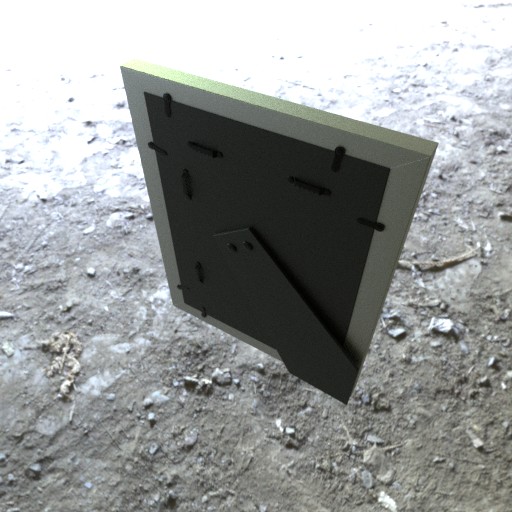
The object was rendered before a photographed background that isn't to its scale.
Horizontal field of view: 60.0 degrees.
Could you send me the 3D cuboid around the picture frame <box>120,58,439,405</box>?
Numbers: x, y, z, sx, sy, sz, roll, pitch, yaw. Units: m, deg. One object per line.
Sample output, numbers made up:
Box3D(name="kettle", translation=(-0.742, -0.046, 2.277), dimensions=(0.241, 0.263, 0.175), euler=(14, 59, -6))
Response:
Box3D(name="picture frame", translation=(0.000, 0.000, 0.524), dimensions=(0.307, 0.386, 0.036), euler=(23, 51, 21))
